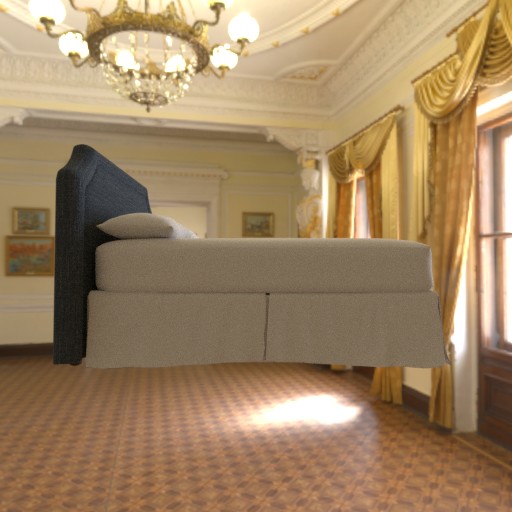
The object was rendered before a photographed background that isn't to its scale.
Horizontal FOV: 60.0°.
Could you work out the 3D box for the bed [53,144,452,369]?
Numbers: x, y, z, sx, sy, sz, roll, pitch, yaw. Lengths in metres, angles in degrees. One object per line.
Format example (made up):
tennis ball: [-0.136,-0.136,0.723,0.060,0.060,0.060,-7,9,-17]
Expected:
bed: [0.000,0.000,3.298,2.208,1.297,1.828,0,-2,0]
